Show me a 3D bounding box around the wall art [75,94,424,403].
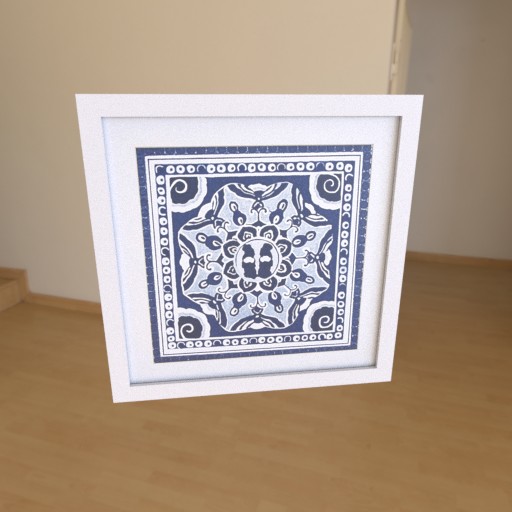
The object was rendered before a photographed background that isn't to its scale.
[{"bbox_3d":[0.000,0.000,0.518,0.355,0.355,0.027,-2,19,-7],"label":"wall art"}]
